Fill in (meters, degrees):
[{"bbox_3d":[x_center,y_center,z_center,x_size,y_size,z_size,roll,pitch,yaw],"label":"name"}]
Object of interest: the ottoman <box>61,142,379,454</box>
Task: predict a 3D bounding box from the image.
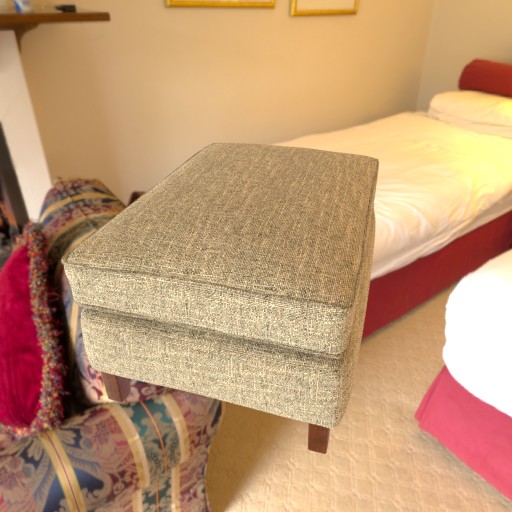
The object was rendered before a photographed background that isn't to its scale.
[{"bbox_3d":[0.000,0.000,0.998,0.508,0.406,0.686,9,32,14],"label":"ottoman"}]
